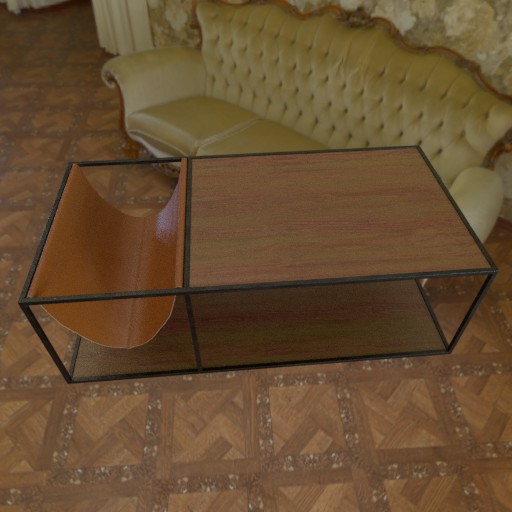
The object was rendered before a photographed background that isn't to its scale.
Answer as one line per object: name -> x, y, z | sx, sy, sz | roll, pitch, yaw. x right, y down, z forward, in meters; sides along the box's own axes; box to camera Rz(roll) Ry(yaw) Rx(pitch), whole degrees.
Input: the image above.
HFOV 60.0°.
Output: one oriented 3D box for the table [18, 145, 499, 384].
table -> 0.000, 0.000, 1.447 | 1.199, 0.403, 0.597 | -4, 46, -4
